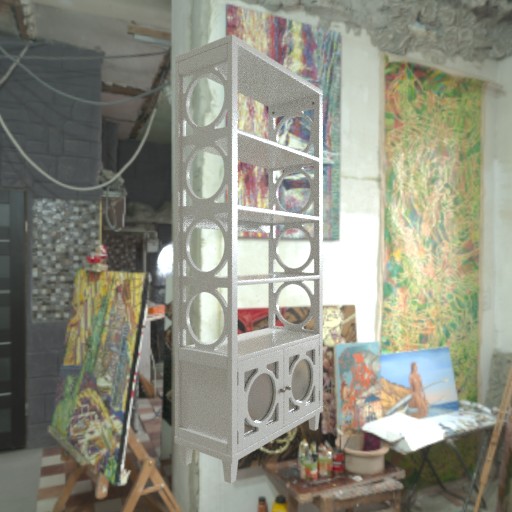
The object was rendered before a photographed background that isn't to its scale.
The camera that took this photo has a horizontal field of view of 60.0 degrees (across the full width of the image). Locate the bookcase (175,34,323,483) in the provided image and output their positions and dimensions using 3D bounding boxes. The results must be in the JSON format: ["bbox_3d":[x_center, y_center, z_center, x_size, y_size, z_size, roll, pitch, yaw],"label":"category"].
[{"bbox_3d":[0.000,0.000,2.185,0.361,1.869,0.761,0,0,37],"label":"bookcase"}]
